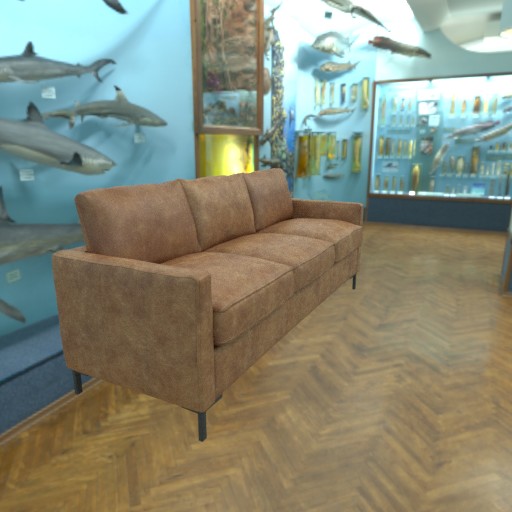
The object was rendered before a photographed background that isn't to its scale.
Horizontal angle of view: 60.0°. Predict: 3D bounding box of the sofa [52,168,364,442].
[{"bbox_3d":[0.000,0.000,2.440,0.748,0.863,2.029,8,16,27],"label":"sofa"}]
